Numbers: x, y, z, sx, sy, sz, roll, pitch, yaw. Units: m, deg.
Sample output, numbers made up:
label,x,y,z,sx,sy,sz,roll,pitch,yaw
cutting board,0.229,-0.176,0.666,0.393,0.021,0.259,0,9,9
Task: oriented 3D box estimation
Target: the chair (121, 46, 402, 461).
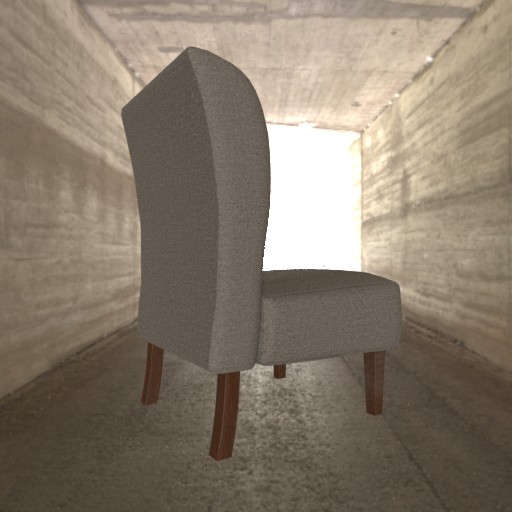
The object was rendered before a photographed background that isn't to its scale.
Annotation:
label,x,y,z,sx,sy,sz,roll,pitch,yaw
chair,0.000,0.000,1.171,0.592,0.804,0.513,0,0,-34
